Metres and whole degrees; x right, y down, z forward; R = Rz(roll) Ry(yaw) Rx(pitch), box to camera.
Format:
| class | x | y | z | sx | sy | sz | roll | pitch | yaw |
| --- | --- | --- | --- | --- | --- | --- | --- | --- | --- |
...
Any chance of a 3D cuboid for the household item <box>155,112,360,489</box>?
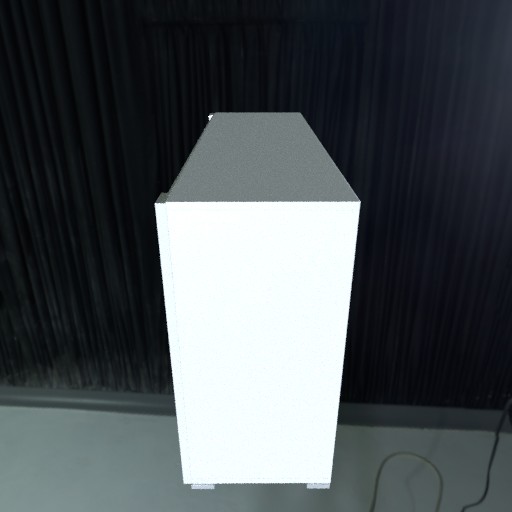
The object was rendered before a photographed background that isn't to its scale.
| class | x | y | z | sx | sy | sz | roll | pitch | yaw |
| --- | --- | --- | --- | --- | --- | --- | --- | --- | --- |
| household item | 0.000 | 0.000 | 1.678 | 0.420 | 0.867 | 1.300 | 0 | 26 | 0 |
